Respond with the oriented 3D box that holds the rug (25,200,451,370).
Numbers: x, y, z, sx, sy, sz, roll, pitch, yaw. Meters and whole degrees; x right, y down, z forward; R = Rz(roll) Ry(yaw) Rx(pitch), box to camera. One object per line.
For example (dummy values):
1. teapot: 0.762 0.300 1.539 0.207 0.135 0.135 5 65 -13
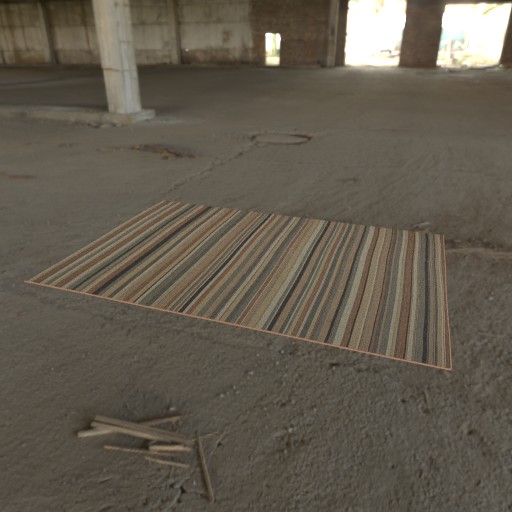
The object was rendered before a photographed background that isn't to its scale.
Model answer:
1. rug: 0.000 0.000 2.278 1.829 0.008 1.219 9 27 18
